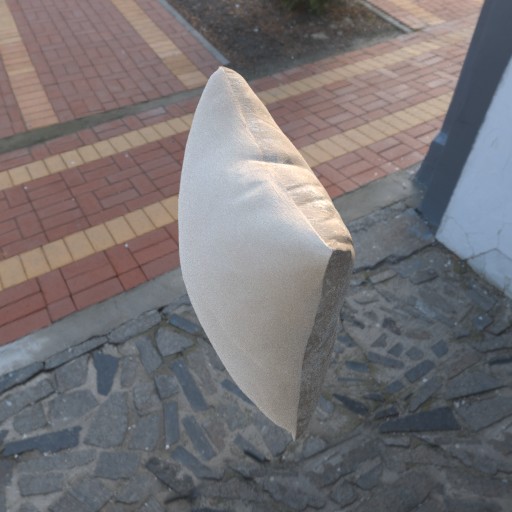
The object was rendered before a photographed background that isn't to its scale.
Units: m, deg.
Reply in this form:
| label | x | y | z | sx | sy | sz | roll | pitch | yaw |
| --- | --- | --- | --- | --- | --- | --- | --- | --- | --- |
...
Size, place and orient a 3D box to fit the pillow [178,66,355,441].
| label | x | y | z | sx | sy | sz | roll | pitch | yaw |
| --- | --- | --- | --- | --- | --- | --- | --- | --- | --- |
| pillow | 0.000 | 0.000 | 0.728 | 0.245 | 0.448 | 0.450 | -11 | 47 | -11 |
